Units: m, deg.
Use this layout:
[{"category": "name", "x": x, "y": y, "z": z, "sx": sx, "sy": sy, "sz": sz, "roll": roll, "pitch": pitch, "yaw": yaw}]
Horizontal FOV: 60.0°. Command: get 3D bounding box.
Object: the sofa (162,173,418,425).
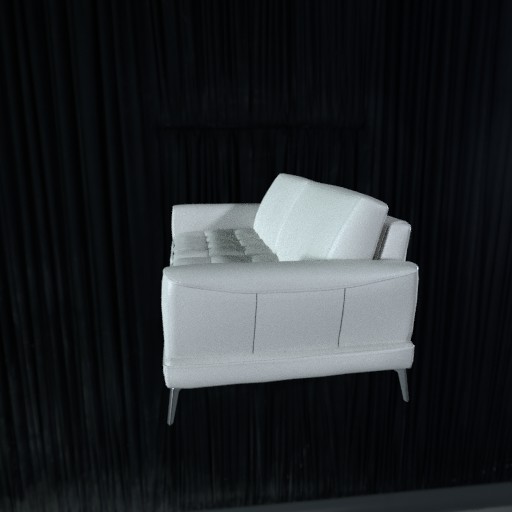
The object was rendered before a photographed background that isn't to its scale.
[{"category": "sofa", "x": 0.000, "y": 0.000, "z": 2.786, "sx": 1.121, "sy": 0.930, "sz": 2.177, "roll": -2, "pitch": 14, "yaw": -9}]
